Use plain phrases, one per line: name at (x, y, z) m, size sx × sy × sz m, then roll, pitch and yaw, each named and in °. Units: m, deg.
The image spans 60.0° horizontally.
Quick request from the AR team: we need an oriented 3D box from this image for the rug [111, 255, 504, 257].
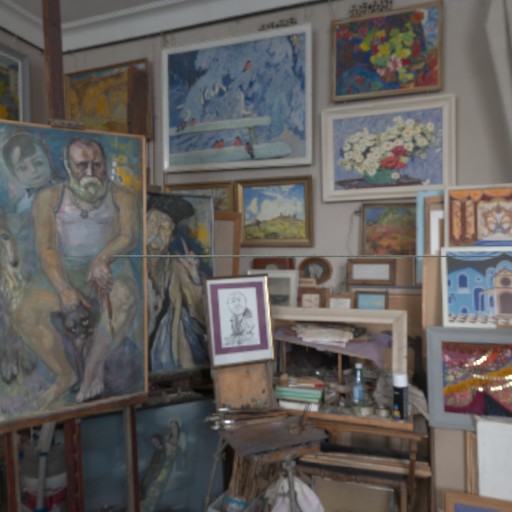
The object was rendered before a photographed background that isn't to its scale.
rug at (0.000, 0.000, 3.940) m, size 2.438 × 0.013 × 3.048 m, roll 0°, pitch 0°, yaw -18°
